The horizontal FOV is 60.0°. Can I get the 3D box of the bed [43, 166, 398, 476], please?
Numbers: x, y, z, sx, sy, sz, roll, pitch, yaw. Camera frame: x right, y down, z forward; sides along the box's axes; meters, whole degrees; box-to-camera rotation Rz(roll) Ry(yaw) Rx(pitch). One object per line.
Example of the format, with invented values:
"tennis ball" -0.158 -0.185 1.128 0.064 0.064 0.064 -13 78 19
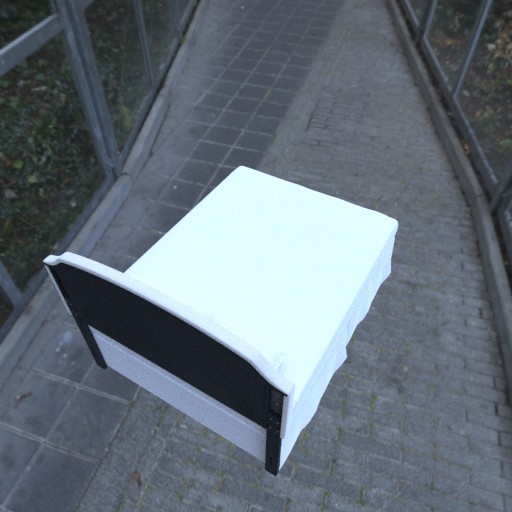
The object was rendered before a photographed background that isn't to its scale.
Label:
"bed" 0.000 0.000 3.049 1.558 1.270 1.999 23 50 21
